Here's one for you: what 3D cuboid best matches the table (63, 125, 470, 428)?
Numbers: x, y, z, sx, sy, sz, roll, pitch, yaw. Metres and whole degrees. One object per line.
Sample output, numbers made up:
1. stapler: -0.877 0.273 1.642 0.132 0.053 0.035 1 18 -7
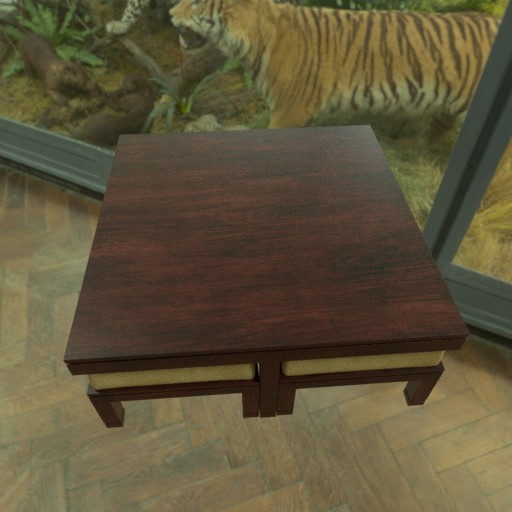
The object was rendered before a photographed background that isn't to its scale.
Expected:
1. table: 0.000 0.000 1.363 0.865 0.356 0.865 -3 47 -3
